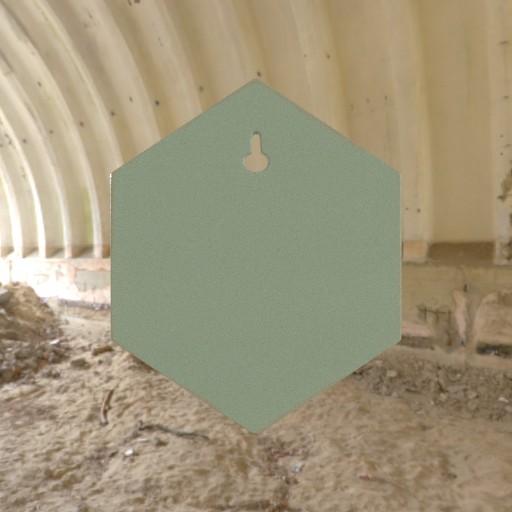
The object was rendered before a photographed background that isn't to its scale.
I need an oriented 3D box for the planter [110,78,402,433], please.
[{"bbox_3d":[0.000,0.000,0.295,0.169,0.207,0.078,0,0,0],"label":"planter"}]
